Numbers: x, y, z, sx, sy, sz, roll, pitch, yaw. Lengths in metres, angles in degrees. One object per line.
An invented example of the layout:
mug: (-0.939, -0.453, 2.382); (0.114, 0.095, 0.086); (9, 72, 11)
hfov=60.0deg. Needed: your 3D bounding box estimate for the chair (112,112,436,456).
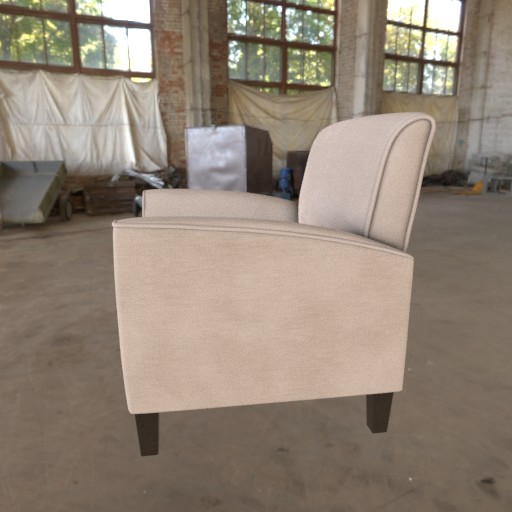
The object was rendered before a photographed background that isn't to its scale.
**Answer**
chair: (0.000, 0.000, 1.509); (0.821, 0.915, 0.820); (-2, 14, -8)
